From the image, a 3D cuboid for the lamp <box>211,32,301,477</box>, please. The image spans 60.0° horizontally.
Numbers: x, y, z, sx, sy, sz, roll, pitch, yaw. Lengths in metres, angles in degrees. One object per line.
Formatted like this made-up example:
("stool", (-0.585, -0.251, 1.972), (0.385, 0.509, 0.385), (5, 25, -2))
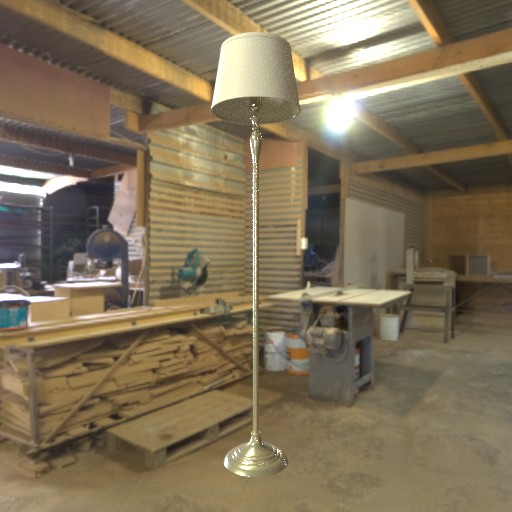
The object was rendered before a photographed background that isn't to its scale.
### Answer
("lamp", (0.000, 0.000, 1.622), (0.327, 1.506, 0.327), (0, 1, 35))
